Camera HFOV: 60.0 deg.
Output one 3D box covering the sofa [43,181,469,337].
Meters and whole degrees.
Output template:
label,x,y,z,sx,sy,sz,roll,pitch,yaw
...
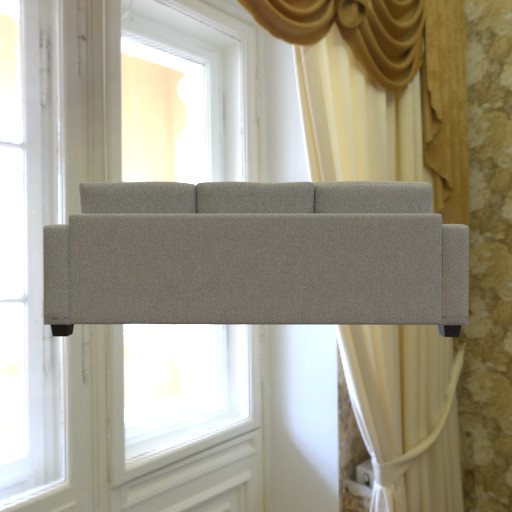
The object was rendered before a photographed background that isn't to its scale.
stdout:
label,x,y,z,sx,sy,sz,roll,pitch,yaw
sofa,0.000,0.000,2.624,2.120,0.800,0.900,0,1,0
